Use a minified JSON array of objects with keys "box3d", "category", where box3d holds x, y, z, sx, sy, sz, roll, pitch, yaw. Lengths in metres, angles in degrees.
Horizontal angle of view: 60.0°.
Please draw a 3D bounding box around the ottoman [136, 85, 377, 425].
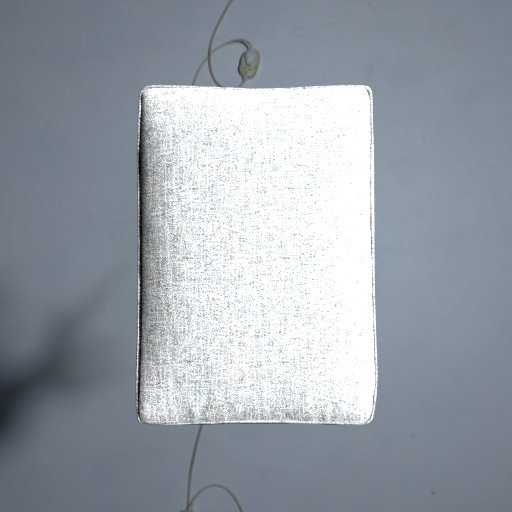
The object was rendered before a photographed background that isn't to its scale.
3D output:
[{"box3d":[0.000,0.000,1.014,0.508,0.406,0.686,0,88,0],"category":"ottoman"}]
